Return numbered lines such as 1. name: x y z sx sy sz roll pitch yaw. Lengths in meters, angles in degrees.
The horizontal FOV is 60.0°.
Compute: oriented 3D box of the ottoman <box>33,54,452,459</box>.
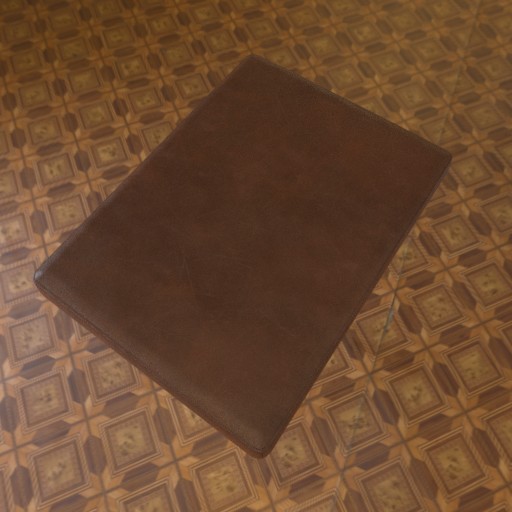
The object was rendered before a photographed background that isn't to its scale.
1. ottoman: 0.000 0.000 1.161 0.588 0.509 0.795 33 70 14
